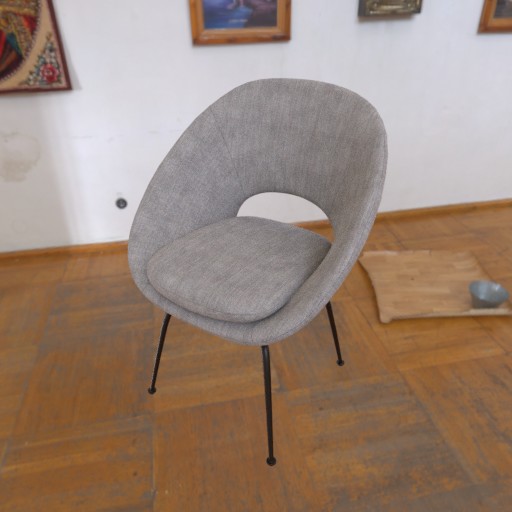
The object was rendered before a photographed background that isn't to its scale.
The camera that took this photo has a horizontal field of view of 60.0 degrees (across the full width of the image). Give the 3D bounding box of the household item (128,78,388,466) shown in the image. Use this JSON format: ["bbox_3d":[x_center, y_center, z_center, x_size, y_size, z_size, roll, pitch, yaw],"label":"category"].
[{"bbox_3d":[0.000,0.000,1.256,0.643,0.869,0.587,19,36,28],"label":"household item"}]
